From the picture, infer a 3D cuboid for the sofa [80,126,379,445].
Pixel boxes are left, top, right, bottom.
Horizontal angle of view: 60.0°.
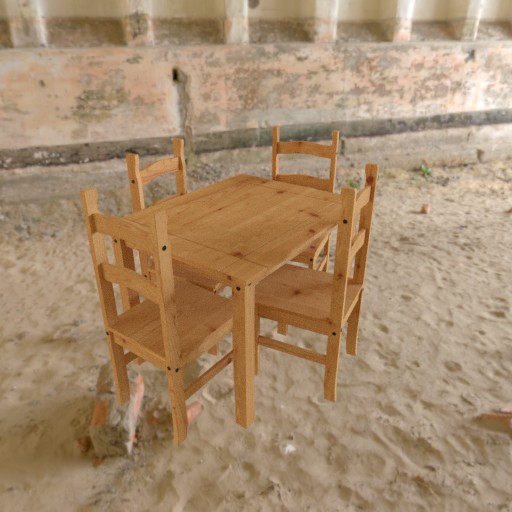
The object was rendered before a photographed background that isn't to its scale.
[{"bbox_3d":[0.000,0.000,2.212,1.144,1.000,1.529,18,32,32],"label":"sofa"}]
